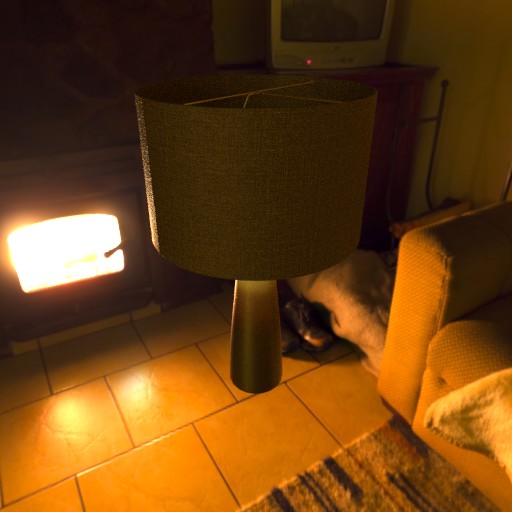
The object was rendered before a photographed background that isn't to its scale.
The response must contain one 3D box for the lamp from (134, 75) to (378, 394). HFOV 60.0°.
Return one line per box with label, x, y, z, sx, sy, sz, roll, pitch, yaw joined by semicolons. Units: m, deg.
lamp;0.000;0.000;0.681;0.303;0.488;0.303;0;28;0
